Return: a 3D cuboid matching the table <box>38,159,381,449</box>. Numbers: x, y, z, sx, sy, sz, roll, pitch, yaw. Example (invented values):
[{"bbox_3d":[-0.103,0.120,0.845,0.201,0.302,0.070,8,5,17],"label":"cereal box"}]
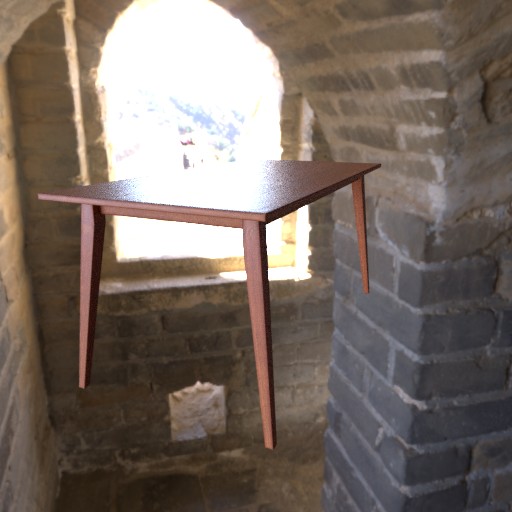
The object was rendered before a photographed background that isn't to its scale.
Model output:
[{"bbox_3d":[0.000,0.000,2.073,0.811,0.755,1.609,8,18,24],"label":"table"}]
